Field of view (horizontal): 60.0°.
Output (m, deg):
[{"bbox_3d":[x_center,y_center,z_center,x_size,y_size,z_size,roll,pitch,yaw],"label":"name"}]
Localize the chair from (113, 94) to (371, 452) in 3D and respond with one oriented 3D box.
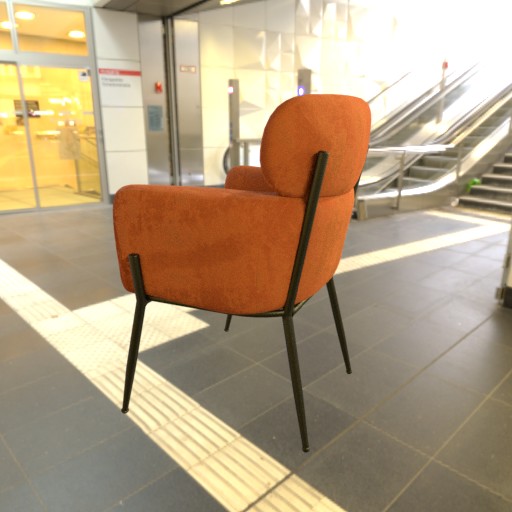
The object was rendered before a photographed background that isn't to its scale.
[{"bbox_3d":[0.000,0.000,1.150,0.523,0.772,0.561,8,19,25],"label":"chair"}]
